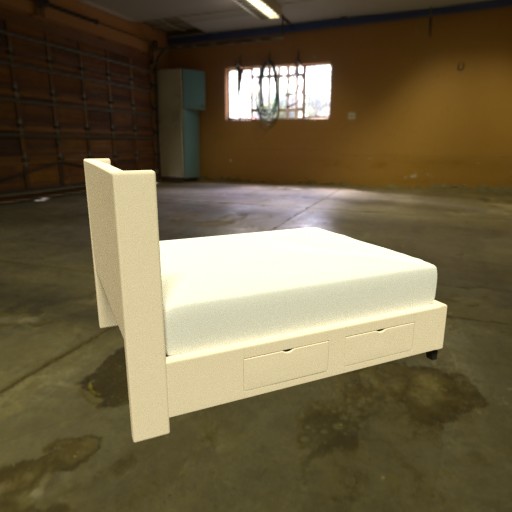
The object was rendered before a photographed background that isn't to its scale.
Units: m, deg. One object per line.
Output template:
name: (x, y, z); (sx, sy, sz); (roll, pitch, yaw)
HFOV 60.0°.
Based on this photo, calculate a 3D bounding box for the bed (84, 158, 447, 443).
bed: (0.000, 0.000, 3.473); (2.280, 1.471, 1.765); (-7, 16, -24)
